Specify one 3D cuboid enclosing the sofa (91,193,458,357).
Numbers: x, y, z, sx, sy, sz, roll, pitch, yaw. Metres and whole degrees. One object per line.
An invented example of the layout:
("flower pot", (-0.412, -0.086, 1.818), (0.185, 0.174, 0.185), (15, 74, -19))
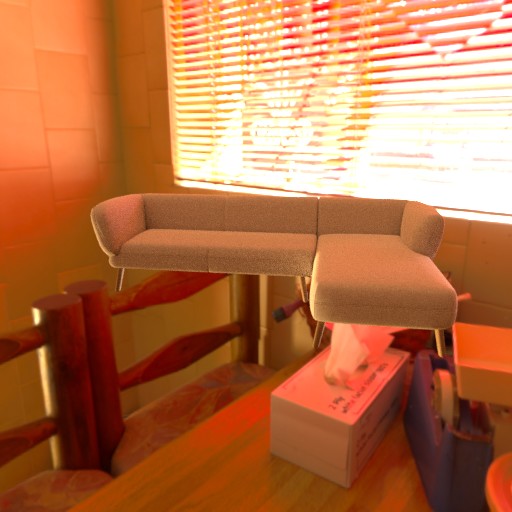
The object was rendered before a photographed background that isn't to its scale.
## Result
("sofa", (0.000, 0.000, 3.337), (2.660, 0.730, 1.610), (2, 16, 9))
